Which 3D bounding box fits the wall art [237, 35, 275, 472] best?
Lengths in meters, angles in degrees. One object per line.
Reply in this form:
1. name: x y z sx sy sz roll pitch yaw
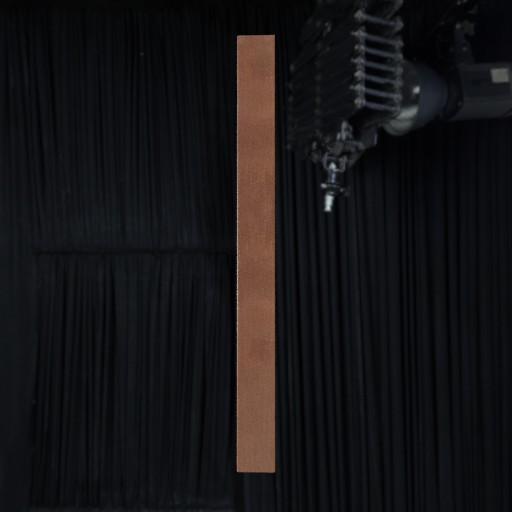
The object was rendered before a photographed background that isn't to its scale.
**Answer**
1. wall art: 0.000 0.000 0.609 0.035 0.403 0.403 0 -1 0
